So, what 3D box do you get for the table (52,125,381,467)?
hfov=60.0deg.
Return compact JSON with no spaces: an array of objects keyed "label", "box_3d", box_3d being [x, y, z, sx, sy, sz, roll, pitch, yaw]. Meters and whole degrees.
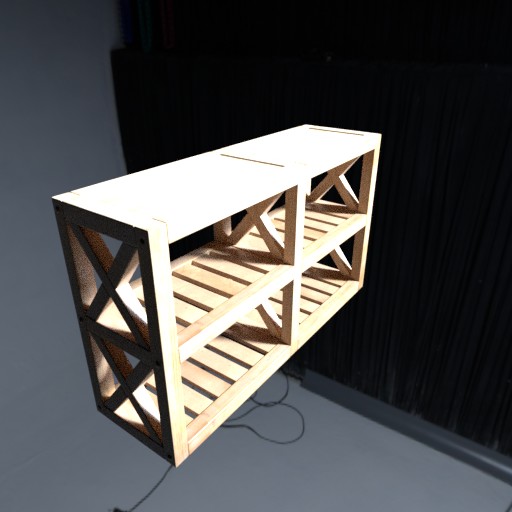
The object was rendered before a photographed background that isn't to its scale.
[{"label":"table","box_3d":[0.000,0.000,1.708,0.381,0.762,1.320,18,32,32]}]
